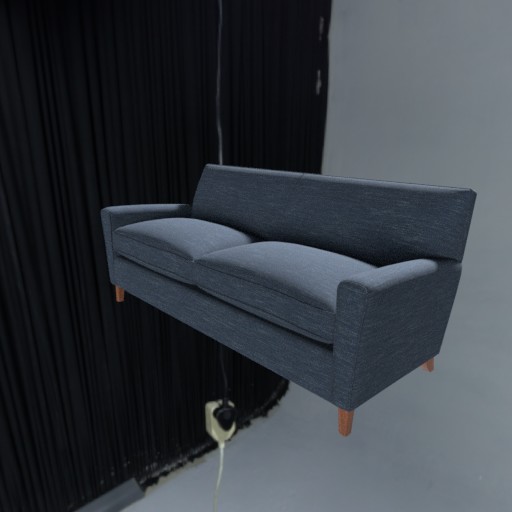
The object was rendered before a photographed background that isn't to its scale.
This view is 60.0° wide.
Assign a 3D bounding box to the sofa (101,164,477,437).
[{"bbox_3d":[0.000,0.000,2.428,0.875,0.846,1.976,-14,21,-41],"label":"sofa"}]
